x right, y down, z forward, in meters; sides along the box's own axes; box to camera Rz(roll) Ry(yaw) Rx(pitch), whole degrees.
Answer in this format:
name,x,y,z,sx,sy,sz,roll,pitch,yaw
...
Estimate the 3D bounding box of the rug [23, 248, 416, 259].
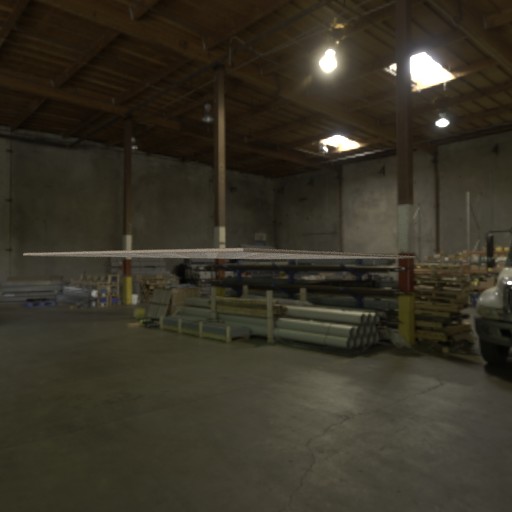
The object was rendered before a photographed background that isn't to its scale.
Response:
name,x,y,z,sx,sy,sz,roll,pitch,yaw
rug,0.000,0.000,2.118,1.066,0.011,1.677,-1,-1,34
